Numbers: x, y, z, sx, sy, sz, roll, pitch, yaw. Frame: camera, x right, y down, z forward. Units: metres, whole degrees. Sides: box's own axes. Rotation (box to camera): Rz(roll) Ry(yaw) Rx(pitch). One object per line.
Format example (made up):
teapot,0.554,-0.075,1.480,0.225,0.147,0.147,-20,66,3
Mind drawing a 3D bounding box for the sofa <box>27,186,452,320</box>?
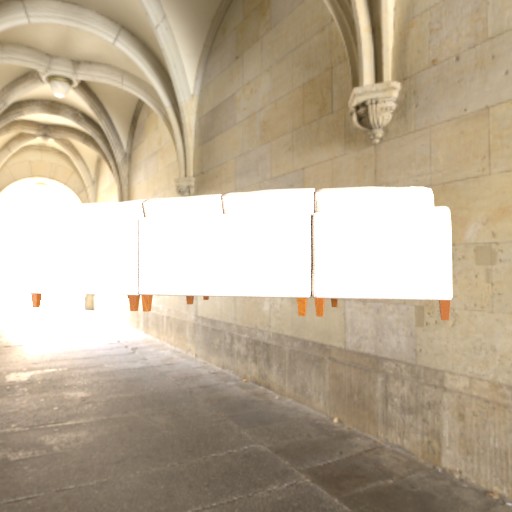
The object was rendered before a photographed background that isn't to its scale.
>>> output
sofa,0.000,0.000,4.594,3.460,0.961,2.594,-1,-2,17
